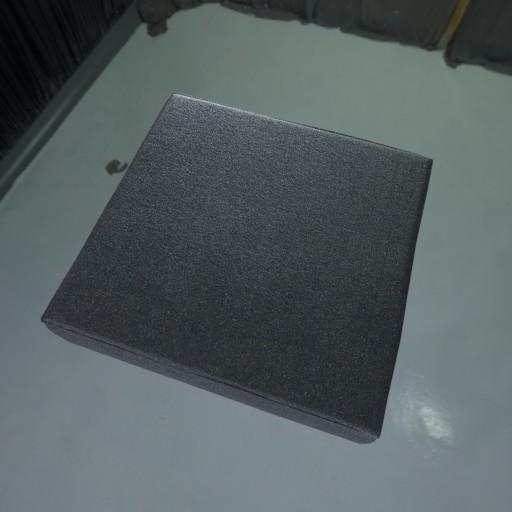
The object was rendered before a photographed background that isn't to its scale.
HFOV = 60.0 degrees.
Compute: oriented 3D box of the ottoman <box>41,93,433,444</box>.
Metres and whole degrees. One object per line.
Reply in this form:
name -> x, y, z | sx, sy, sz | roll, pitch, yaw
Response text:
ottoman -> 0.000, 0.000, 1.557 | 1.004, 0.382, 0.968 | 17, 64, 8
